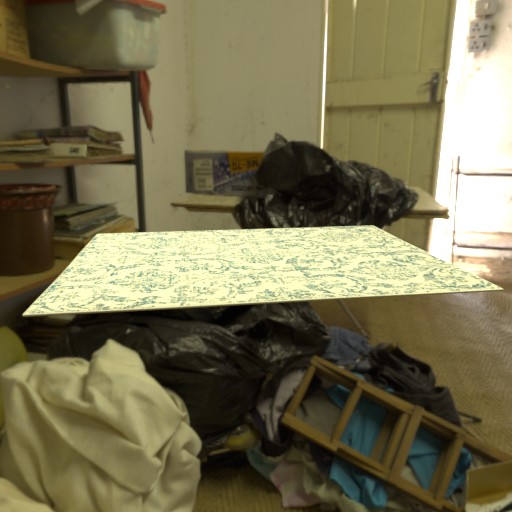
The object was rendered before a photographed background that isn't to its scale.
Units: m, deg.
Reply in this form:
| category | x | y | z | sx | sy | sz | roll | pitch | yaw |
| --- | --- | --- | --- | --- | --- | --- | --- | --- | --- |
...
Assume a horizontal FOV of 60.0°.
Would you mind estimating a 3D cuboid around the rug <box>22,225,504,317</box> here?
| category | x | y | z | sx | sy | sz | roll | pitch | yaw |
| --- | --- | --- | --- | --- | --- | --- | --- | --- | --- |
| rug | 0.000 | 0.000 | 2.746 | 2.197 | 0.014 | 1.586 | -2 | 15 | -8 |
